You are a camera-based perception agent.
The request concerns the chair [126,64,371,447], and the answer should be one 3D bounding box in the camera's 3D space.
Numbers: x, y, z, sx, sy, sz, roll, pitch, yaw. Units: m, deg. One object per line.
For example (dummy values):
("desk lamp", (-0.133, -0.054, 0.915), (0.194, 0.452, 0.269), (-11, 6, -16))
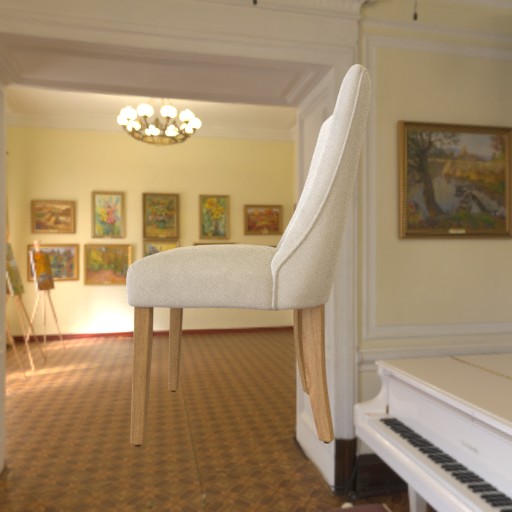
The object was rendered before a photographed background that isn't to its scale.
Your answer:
("chair", (0.000, 0.000, 1.261), (0.610, 0.902, 0.495), (0, 0, 1))
